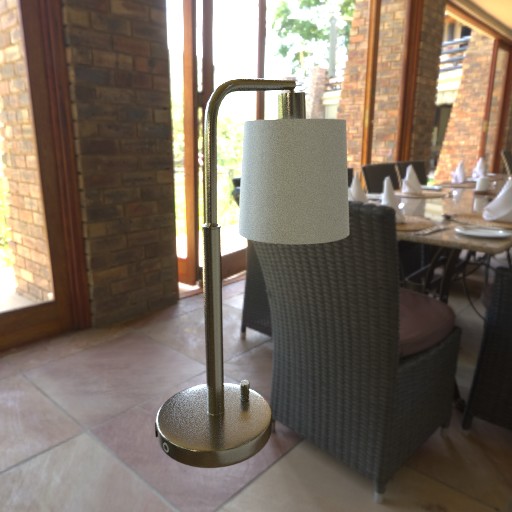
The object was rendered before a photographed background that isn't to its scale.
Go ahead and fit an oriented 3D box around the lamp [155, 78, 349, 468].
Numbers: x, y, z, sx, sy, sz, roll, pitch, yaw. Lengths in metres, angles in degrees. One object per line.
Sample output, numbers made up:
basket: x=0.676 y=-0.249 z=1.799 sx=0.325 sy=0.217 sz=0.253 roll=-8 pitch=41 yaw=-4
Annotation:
lamp: x=0.000 y=0.000 z=0.639 sx=0.333 sy=0.489 sz=0.171 roll=-14 pitch=20 yaw=-43
